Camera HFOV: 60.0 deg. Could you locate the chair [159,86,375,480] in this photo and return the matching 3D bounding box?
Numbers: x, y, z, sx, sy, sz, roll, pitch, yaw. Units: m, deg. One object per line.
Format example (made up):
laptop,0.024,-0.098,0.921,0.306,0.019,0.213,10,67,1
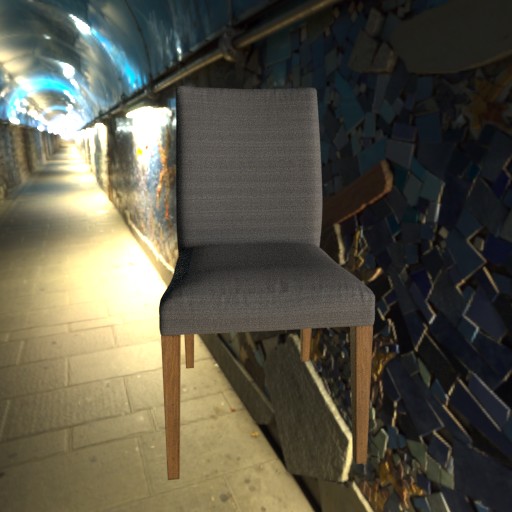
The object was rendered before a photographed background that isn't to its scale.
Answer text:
chair,0.000,0.000,1.247,0.496,0.940,0.585,-2,16,-6
